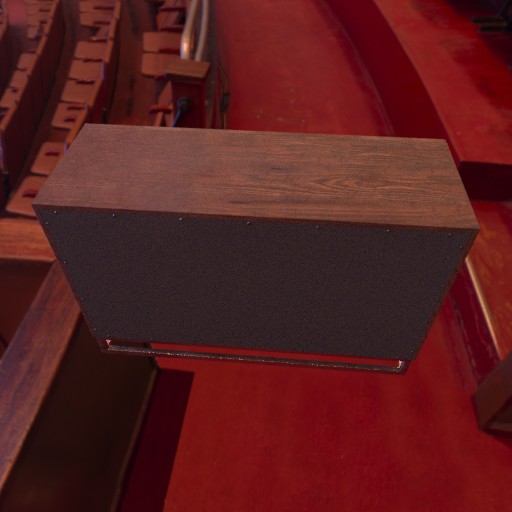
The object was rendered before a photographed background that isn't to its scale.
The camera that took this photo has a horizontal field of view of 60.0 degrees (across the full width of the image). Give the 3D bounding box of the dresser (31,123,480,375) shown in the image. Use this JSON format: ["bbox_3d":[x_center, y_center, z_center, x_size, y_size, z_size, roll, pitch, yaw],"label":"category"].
[{"bbox_3d":[0.000,0.000,2.210,1.646,1.061,0.623,3,46,3],"label":"dresser"}]
